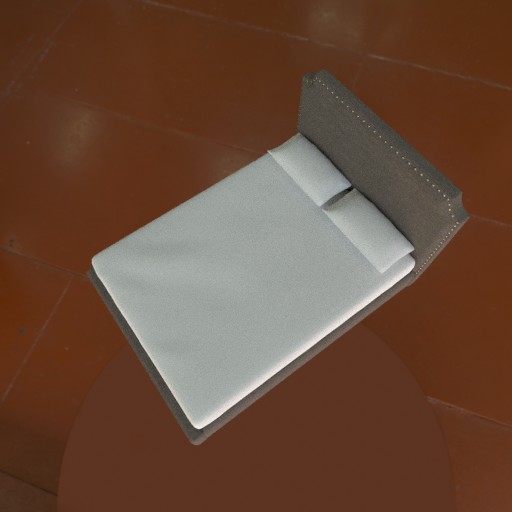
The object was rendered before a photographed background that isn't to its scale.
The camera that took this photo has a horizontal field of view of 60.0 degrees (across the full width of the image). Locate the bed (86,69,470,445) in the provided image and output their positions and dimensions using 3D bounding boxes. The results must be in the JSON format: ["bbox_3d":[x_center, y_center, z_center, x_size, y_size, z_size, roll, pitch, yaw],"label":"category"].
[{"bbox_3d":[0.000,0.000,3.552,2.381,1.457,1.713,-33,69,-15],"label":"bed"}]
